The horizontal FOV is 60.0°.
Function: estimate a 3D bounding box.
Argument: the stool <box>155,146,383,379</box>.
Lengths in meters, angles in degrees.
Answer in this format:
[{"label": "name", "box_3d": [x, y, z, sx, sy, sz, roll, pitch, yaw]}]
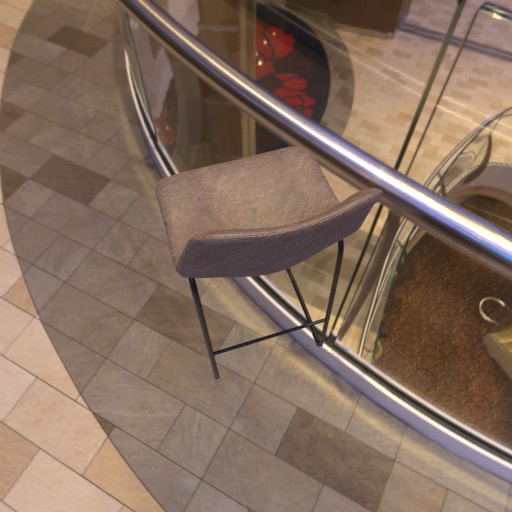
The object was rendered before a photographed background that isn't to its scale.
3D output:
[{"label": "stool", "box_3d": [0.000, 0.000, 1.442, 0.514, 1.082, 0.561, -15, 60, -9]}]
